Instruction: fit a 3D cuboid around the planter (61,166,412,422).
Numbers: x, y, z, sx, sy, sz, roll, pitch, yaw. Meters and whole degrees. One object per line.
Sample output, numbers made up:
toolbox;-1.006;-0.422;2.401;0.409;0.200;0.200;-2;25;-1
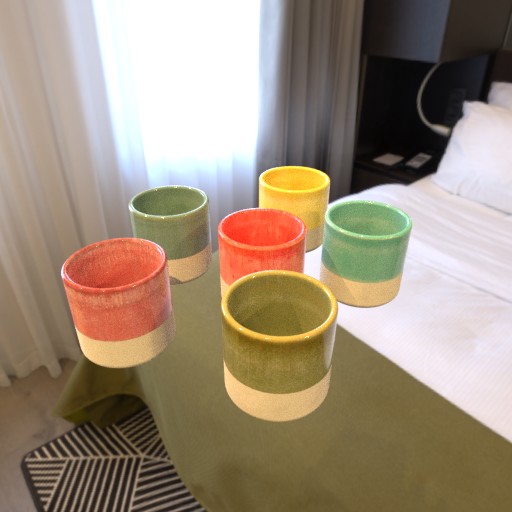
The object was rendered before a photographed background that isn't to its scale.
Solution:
planter;0.000;0.000;0.405;0.257;0.075;0.286;11;33;17
